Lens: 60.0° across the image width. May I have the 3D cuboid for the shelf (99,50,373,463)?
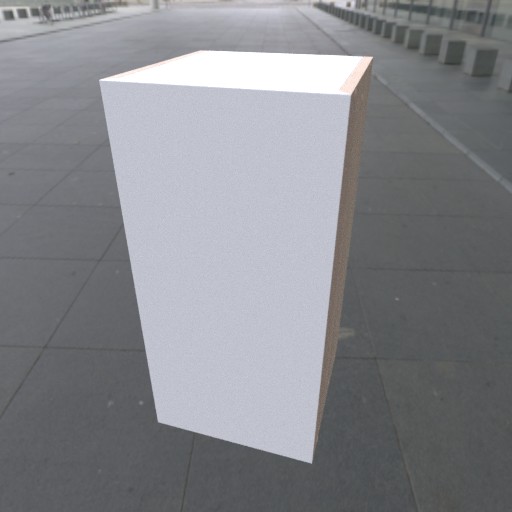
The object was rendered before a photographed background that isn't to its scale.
[{"bbox_3d":[0.000,0.000,0.749,0.290,0.594,0.297,9,32,14],"label":"shelf"}]
